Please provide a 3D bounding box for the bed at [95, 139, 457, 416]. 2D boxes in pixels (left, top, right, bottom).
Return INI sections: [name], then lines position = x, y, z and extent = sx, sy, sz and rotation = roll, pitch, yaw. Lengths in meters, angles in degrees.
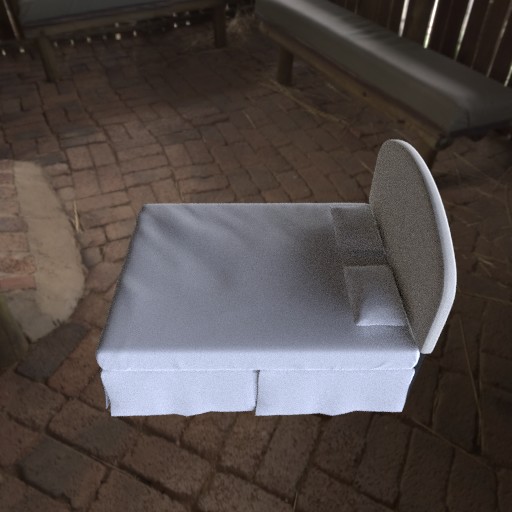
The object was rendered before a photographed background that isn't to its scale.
[bed]
position = 0.000, 0.000, 3.043
extent = 2.005, 1.410, 1.607
rotation = 0, 42, 0
